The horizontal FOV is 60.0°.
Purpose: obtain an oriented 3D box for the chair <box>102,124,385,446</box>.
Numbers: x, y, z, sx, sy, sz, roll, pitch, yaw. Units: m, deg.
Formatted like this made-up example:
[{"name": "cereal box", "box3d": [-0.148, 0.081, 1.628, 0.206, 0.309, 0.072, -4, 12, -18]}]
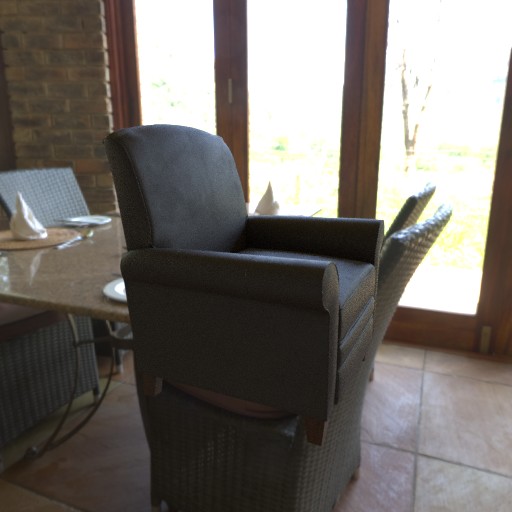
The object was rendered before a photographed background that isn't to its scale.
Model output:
[{"name": "chair", "box3d": [0.000, 0.000, 1.833, 0.902, 1.061, 0.978, 7, 15, 25]}]
